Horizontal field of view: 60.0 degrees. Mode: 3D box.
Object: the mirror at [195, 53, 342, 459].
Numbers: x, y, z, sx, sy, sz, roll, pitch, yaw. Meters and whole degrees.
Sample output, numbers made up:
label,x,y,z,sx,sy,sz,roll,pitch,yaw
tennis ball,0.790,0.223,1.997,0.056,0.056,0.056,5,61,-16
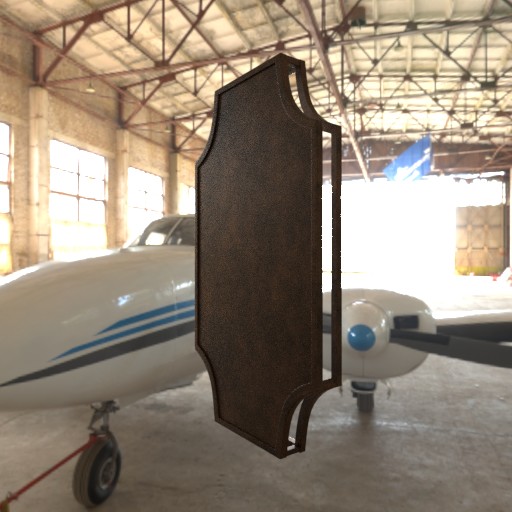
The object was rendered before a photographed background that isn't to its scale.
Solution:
label,x,y,z,sx,sy,sz,roll,pitch,yaw
mirror,0.000,0.000,1.005,0.066,0.811,0.462,0,0,-36
